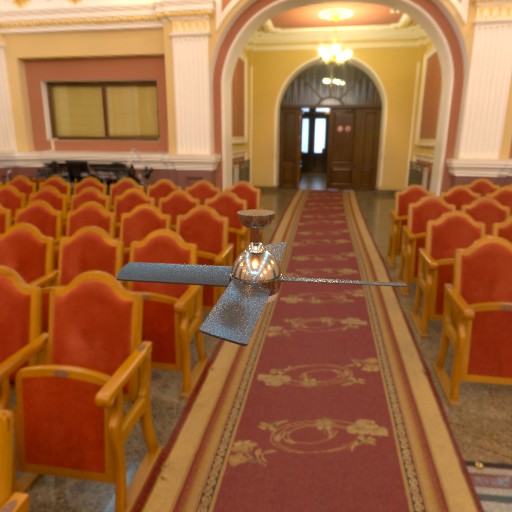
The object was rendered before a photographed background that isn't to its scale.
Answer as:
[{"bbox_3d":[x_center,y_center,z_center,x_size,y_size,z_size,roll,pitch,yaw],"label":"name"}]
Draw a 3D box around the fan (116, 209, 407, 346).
[{"bbox_3d":[0.000,0.000,2.029,1.332,0.403,1.332,2,15,9],"label":"fan"}]
